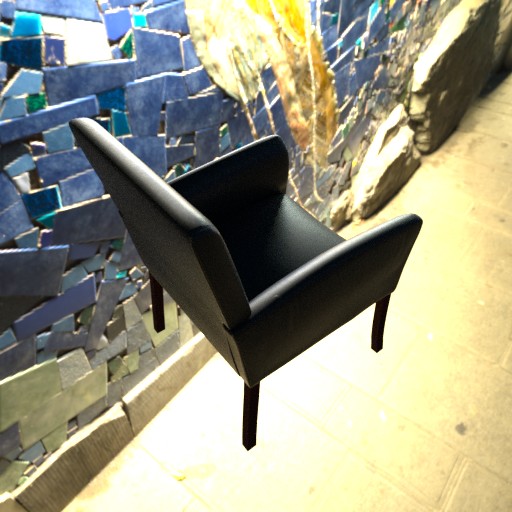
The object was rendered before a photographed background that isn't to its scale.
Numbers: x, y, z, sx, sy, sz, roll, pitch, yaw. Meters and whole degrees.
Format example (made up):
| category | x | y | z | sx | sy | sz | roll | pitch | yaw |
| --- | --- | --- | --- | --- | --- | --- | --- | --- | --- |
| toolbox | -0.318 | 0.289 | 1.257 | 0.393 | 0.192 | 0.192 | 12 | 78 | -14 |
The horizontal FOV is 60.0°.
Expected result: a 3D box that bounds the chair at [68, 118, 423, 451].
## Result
| category | x | y | z | sx | sy | sz | roll | pitch | yaw |
| --- | --- | --- | --- | --- | --- | --- | --- | --- | --- |
| chair | 0.000 | 0.000 | 1.460 | 0.772 | 0.951 | 0.683 | -27 | 48 | -27 |
